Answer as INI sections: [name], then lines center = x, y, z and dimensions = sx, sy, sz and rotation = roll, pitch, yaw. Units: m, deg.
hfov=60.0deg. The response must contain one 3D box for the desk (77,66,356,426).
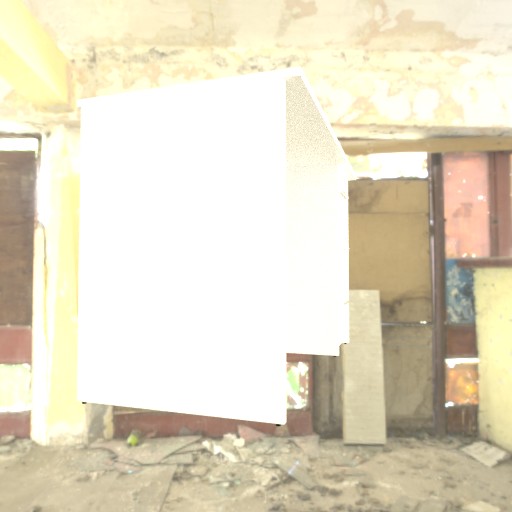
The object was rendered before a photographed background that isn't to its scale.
[desk]
center = 0.000, 0.000, 1.504
dimensions = 0.560, 0.735, 1.097
rotation = -1, -2, 19
